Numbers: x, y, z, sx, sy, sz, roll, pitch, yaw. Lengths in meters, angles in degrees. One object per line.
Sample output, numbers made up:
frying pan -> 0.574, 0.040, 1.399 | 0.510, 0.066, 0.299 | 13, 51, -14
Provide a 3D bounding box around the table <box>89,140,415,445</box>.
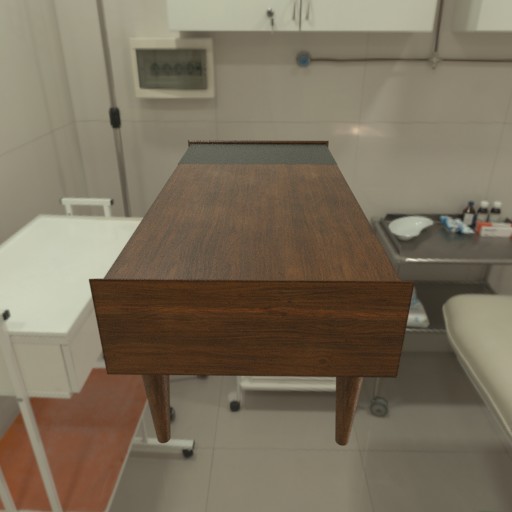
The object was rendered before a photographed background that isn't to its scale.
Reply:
table -> 0.000, 0.000, 1.488 | 0.610, 0.508, 1.221 | 0, 27, 1
